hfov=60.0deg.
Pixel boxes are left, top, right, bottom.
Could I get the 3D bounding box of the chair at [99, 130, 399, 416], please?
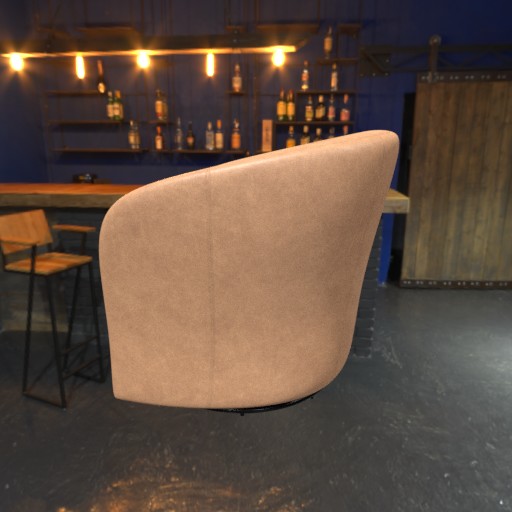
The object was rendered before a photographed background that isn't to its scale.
[{"bbox_3d":[0.000,0.000,1.416,0.815,0.771,0.791,2,15,7],"label":"chair"}]
